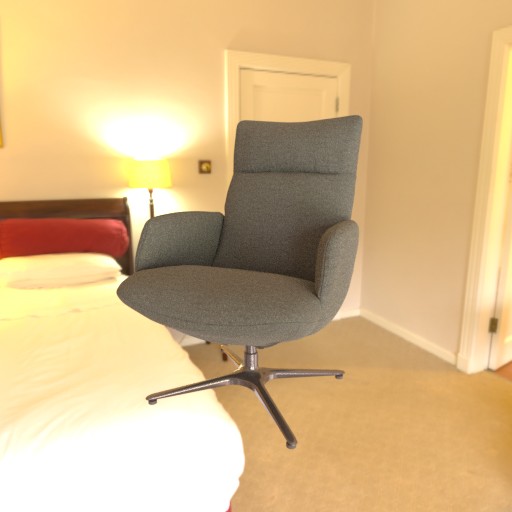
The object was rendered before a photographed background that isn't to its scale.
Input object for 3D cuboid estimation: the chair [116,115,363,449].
[{"bbox_3d":[0.000,0.000,1.554,0.702,0.984,0.831,6,14,27],"label":"chair"}]
